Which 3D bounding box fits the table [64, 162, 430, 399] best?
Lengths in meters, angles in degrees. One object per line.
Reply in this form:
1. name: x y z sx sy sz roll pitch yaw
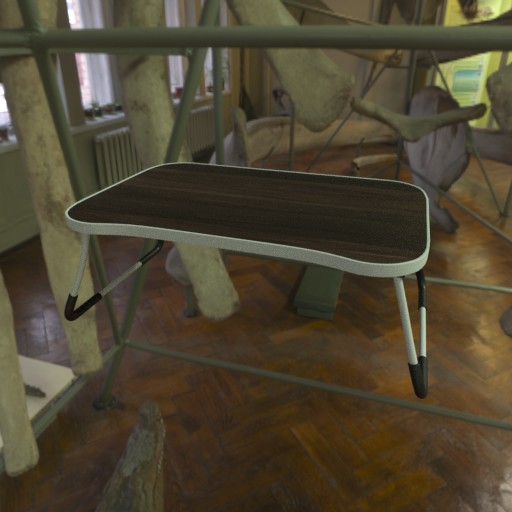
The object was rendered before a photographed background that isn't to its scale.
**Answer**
1. table: 0.000 0.000 0.857 0.660 0.232 0.400 8 27 17
